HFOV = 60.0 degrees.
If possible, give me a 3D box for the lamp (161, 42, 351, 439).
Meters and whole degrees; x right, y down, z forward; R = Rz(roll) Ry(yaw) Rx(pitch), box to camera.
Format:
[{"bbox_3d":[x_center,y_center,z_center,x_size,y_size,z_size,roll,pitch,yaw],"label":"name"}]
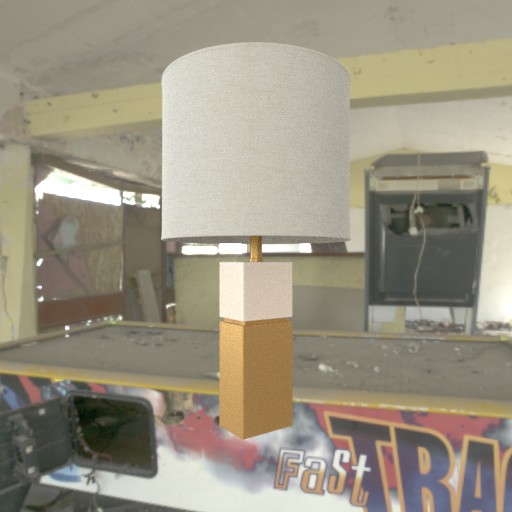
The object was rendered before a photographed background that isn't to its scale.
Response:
[{"bbox_3d":[0.000,0.000,0.546,0.229,0.417,0.229,0,-1,-36],"label":"lamp"}]
